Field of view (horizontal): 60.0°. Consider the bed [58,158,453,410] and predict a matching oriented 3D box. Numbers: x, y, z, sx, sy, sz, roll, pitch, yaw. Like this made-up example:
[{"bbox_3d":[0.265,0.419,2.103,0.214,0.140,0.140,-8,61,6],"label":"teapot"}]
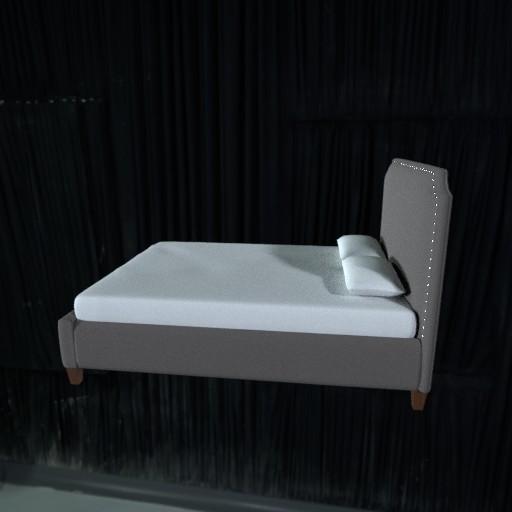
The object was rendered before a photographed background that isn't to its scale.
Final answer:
[{"bbox_3d":[0.000,0.000,3.437,2.372,1.443,1.713,2,15,7],"label":"bed"}]
